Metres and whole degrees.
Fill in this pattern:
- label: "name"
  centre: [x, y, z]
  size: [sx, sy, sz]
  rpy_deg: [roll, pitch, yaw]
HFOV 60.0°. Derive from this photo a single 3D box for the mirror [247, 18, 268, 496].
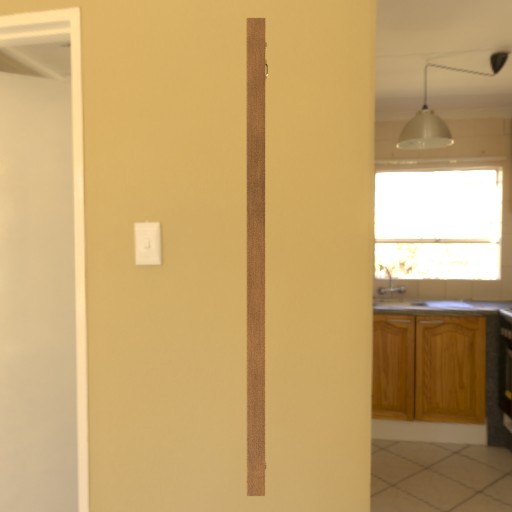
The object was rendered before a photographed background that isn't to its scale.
- label: "mirror"
  centre: [0.000, 0.000, 1.152]
  size: [0.040, 0.915, 0.609]
  rpy_deg: [0, 2, 0]
